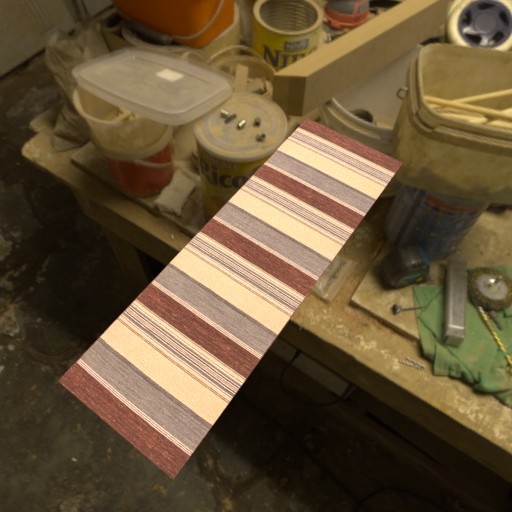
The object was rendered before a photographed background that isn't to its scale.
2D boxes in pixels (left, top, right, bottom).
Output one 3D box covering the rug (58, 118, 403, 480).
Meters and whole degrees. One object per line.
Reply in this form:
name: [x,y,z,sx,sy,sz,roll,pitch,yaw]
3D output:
rug: [0.000,0.000,2.703,0.792,0.006,2.437,31,63,18]
